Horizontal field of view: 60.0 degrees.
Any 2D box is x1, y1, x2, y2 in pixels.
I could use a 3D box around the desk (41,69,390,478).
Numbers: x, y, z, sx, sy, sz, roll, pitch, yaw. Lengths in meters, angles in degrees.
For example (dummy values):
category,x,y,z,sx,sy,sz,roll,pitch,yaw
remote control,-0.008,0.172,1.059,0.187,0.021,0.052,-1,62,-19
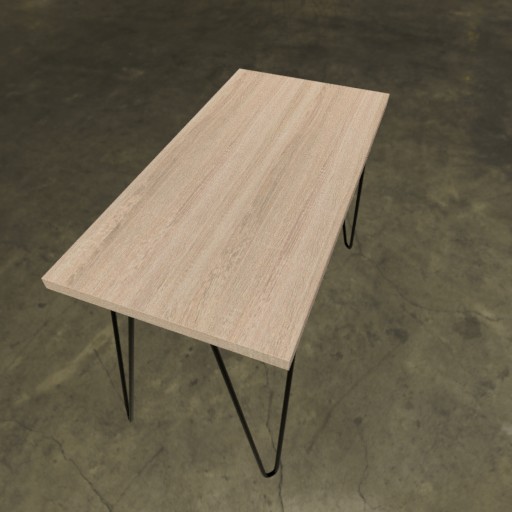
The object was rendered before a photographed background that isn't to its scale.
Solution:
category,x,y,z,sx,sy,sz,roll,pitch,yaw
desk,0.000,0.000,1.343,0.499,0.660,0.991,16,48,14
